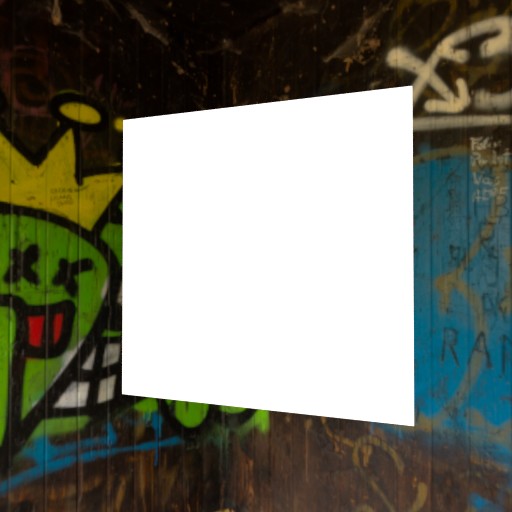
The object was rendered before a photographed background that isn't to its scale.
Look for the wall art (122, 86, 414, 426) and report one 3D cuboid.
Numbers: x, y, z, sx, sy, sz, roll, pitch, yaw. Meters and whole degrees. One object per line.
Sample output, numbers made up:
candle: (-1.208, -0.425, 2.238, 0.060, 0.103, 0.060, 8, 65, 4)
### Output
wall art: (0.000, 0.000, 0.531, 0.355, 0.355, 0.027, 0, -1, 18)
